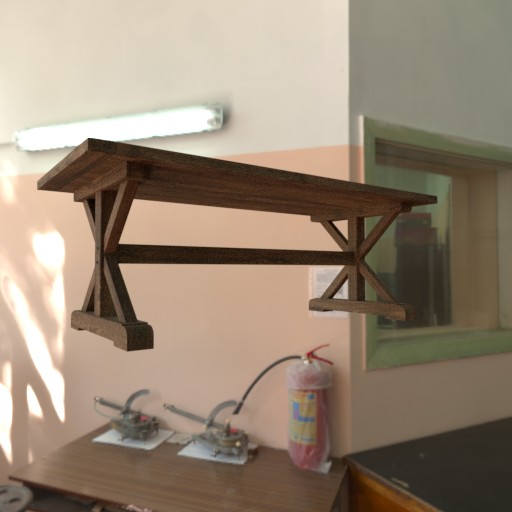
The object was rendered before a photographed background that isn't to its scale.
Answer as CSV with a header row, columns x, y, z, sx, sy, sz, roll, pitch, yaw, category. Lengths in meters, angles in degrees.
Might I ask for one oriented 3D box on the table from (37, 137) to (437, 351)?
x,y,z,sx,sy,sz,roll,pitch,yaw,category
0.000,0.000,2.421,2.031,0.733,0.907,1,-2,-36,table
